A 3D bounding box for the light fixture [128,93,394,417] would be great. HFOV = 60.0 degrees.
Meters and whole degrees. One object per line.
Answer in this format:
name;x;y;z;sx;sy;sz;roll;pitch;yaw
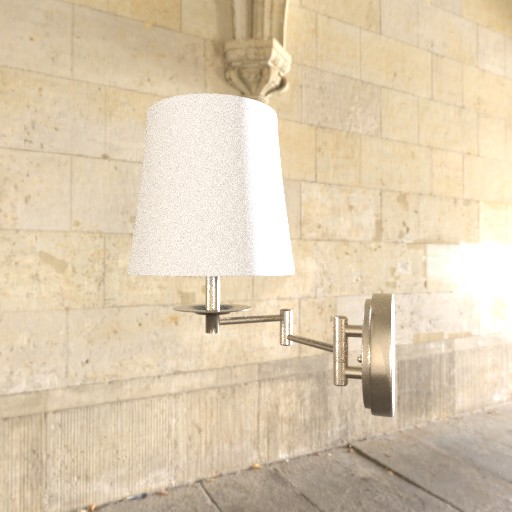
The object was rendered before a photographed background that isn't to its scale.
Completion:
light fixture;0.000;0.000;0.587;0.348;0.381;0.223;0;-1;18
